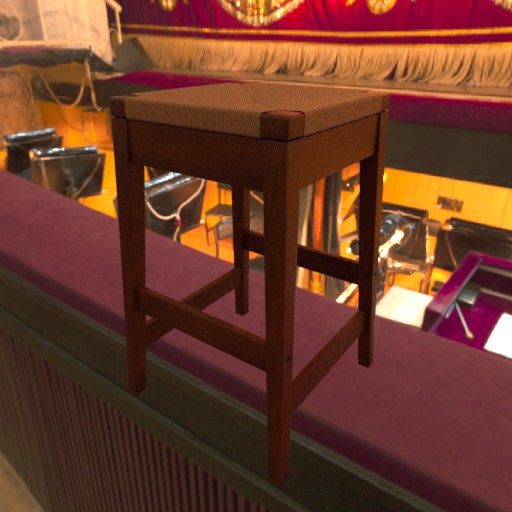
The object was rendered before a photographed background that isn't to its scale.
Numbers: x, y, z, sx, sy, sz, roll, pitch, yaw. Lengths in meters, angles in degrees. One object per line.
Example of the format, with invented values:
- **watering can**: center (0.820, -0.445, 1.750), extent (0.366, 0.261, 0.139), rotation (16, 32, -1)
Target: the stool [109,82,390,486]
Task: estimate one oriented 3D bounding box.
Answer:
- **stool**: center (0.000, 0.000, 1.101), extent (0.497, 0.762, 0.507), rotation (18, 31, 32)
